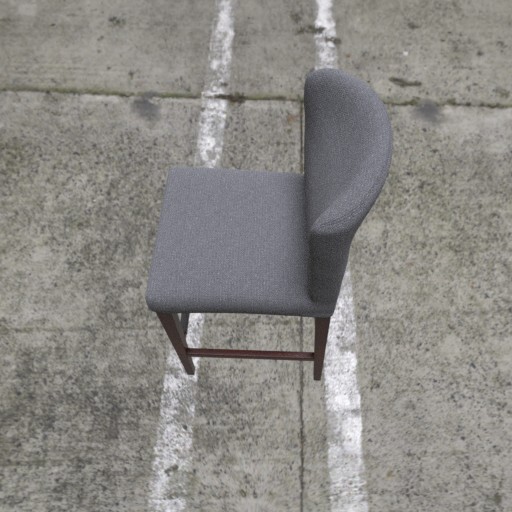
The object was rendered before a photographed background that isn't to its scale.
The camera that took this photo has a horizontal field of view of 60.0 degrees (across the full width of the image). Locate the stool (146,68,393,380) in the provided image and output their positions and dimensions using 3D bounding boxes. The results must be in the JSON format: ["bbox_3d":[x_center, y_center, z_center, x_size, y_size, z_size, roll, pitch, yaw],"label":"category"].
[{"bbox_3d":[0.000,0.000,1.371,0.568,1.069,0.486,2,58,1],"label":"stool"}]
